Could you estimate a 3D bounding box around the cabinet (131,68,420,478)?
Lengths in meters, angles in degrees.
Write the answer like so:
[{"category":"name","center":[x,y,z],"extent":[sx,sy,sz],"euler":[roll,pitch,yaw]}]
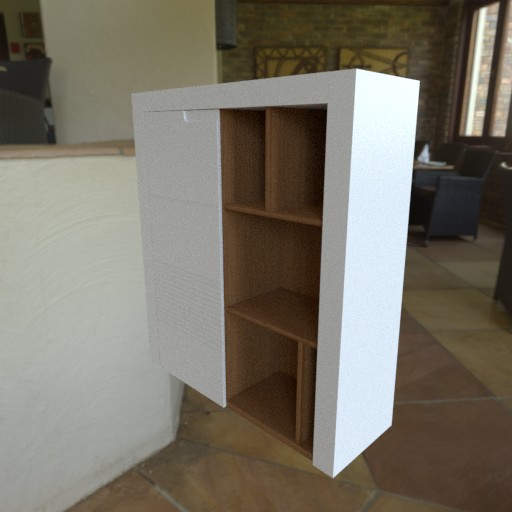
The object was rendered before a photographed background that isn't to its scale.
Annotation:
[{"category":"cabinet","center":[0.000,0.000,1.616],"extent":[0.990,1.150,0.348],"euler":[15,22,43]}]
